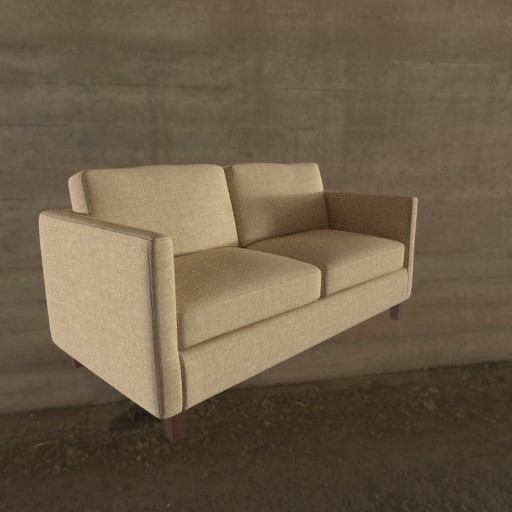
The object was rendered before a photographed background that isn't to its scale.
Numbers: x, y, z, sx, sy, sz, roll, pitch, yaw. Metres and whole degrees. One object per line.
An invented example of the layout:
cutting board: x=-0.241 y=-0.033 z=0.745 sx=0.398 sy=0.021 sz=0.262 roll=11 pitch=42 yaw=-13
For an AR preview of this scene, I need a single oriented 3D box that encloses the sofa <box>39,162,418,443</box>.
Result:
sofa: x=0.000 y=0.000 z=2.371 sx=0.950 sy=0.963 sz=1.884 roll=13 pitch=18 yaw=43
